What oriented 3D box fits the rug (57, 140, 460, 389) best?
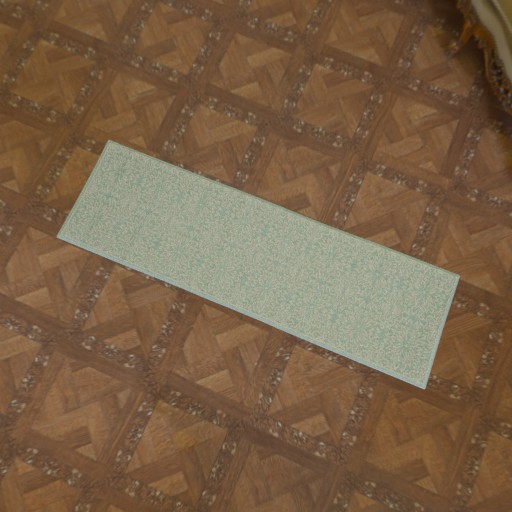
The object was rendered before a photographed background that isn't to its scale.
[{"bbox_3d":[0.000,0.000,2.505,2.196,0.011,0.662,22,77,5],"label":"rug"}]
